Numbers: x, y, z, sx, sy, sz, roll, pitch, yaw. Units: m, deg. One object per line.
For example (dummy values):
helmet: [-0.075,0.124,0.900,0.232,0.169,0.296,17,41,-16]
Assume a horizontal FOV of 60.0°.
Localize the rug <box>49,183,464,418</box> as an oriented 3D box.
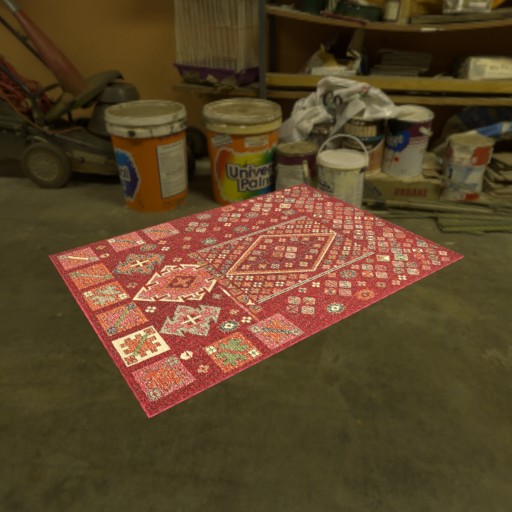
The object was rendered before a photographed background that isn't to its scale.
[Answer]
rug: [0.000,0.000,2.872,2.184,0.007,1.579,-20,36,-30]
